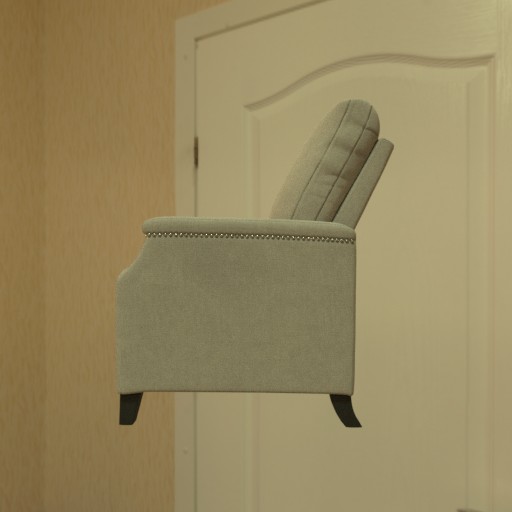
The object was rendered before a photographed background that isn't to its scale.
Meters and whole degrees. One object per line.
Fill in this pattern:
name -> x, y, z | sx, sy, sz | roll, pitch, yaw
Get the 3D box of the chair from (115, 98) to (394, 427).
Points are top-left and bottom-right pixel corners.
chair -> 0.000, 0.000, 1.704 | 0.922, 1.049, 0.710 | 0, 0, 2
